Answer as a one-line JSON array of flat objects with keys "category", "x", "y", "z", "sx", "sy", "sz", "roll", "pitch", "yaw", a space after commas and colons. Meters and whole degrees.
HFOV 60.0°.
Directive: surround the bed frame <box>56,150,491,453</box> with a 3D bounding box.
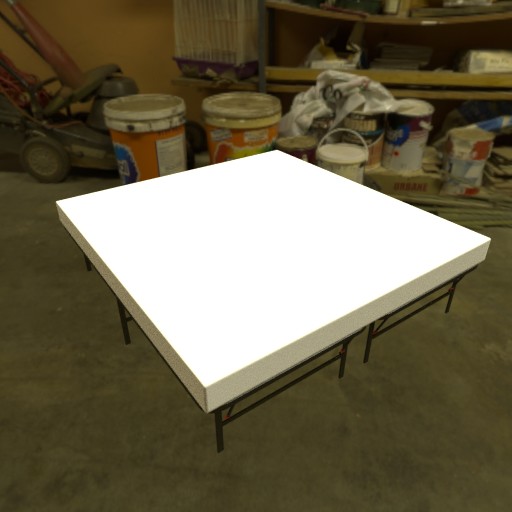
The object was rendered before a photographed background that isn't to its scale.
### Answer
[{"category": "bed frame", "x": 0.000, "y": 0.000, "z": 2.960, "sx": 1.930, "sy": 0.559, "sz": 2.032, "roll": -20, "pitch": 37, "yaw": -30}]
